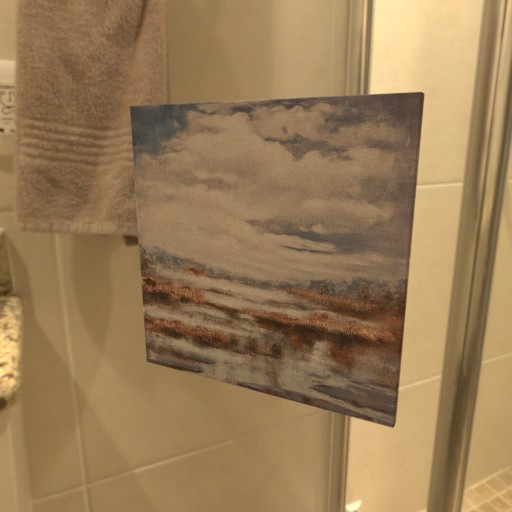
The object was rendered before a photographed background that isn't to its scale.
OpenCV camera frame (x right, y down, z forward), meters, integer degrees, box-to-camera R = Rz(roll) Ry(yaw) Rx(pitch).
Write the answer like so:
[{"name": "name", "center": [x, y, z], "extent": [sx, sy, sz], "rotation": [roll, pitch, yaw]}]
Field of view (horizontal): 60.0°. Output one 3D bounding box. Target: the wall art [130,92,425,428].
[{"name": "wall art", "center": [0.000, 0.000, 1.350], "extent": [0.888, 0.897, 0.035], "rotation": [7, 16, 26]}]
